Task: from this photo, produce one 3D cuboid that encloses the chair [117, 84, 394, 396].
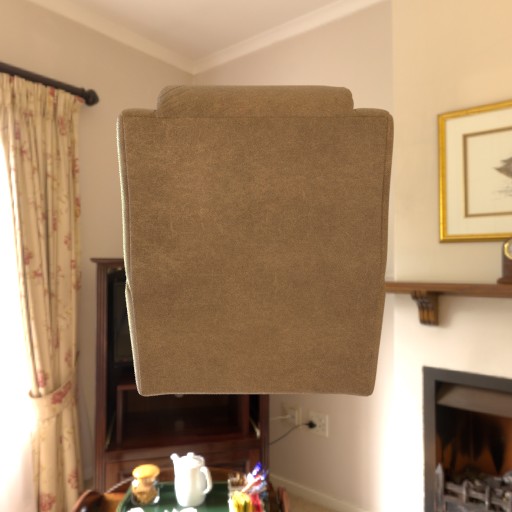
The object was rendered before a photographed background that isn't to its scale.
[{"bbox_3d":[0.000,0.000,1.900,0.965,1.116,1.068,0,-2,0],"label":"chair"}]
